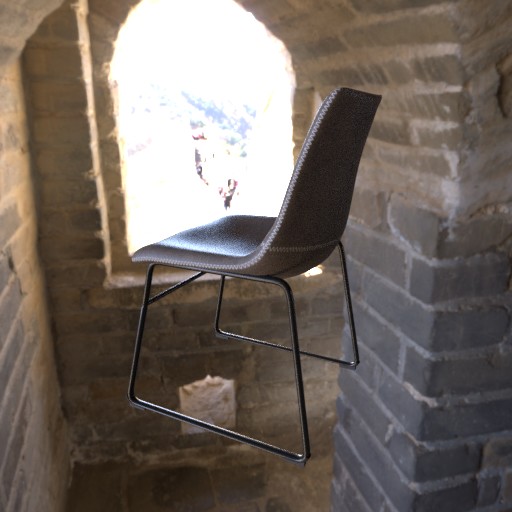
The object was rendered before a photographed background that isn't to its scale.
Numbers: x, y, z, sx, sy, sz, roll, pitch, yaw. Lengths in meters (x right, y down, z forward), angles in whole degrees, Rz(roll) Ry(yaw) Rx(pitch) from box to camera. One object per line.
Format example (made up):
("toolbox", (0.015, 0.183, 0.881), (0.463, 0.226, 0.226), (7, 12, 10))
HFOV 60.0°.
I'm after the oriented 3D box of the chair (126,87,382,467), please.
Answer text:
("chair", (0.000, 0.000, 1.137), (0.550, 0.780, 0.460), (8, 19, 25))
